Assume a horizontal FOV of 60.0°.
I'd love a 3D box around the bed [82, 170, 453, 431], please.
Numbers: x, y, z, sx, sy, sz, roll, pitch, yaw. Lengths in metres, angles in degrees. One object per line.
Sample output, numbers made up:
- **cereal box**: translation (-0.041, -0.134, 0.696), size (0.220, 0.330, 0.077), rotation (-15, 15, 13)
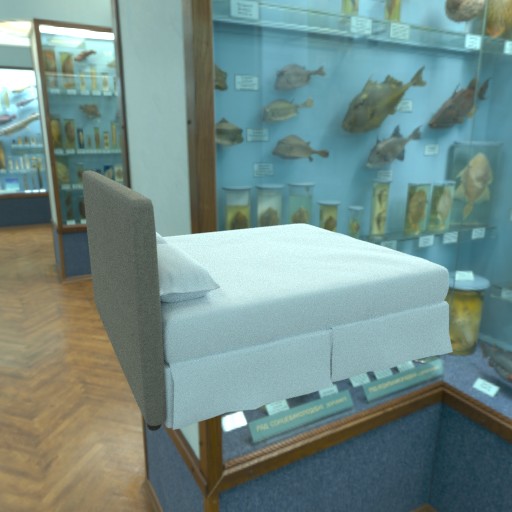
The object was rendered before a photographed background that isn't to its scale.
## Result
- **bed**: translation (0.000, 0.000, 3.586), size (2.341, 1.317, 2.119), rotation (-8, 17, -26)
